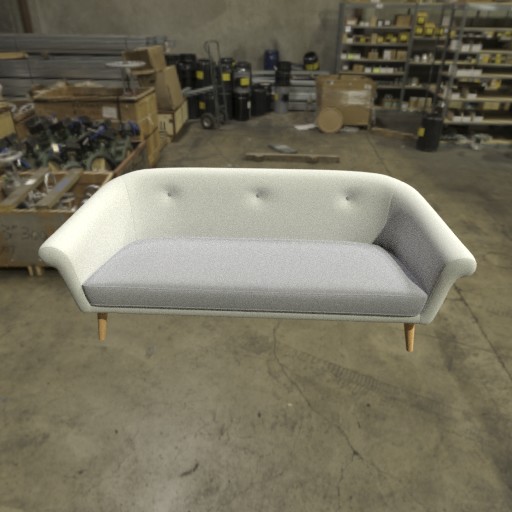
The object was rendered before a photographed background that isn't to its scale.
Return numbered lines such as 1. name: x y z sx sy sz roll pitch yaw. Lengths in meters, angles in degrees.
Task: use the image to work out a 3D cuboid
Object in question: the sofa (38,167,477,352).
1. sofa: 0.000 0.000 2.594 2.160 0.795 0.827 2 29 3
